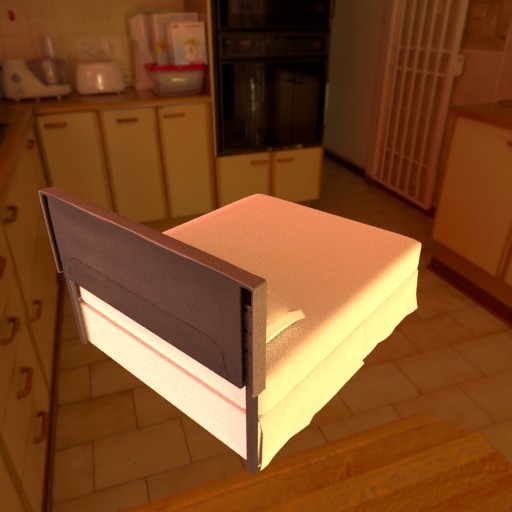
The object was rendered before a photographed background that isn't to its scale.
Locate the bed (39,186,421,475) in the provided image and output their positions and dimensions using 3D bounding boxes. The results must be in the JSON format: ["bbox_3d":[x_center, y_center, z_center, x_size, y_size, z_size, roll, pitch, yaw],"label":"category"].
[{"bbox_3d":[0.000,0.000,2.892,1.610,1.089,1.894,22,35,35],"label":"bed"}]
